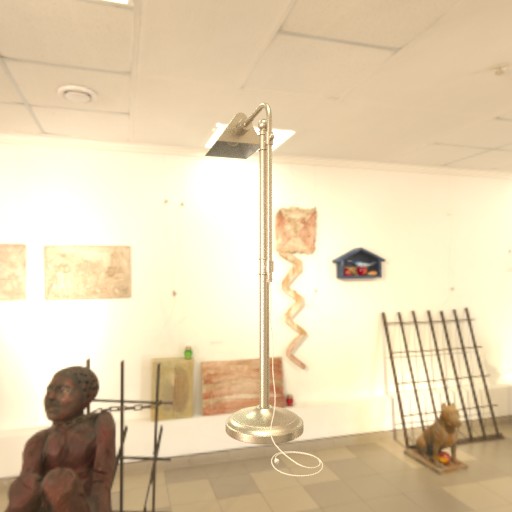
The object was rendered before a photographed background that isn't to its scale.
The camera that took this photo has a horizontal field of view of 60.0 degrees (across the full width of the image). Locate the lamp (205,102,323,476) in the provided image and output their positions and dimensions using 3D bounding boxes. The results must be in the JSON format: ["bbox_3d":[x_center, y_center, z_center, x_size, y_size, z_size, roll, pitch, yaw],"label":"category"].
[{"bbox_3d":[0.000,0.000,0.968,0.159,0.708,0.546,0,-1,-17],"label":"lamp"}]
